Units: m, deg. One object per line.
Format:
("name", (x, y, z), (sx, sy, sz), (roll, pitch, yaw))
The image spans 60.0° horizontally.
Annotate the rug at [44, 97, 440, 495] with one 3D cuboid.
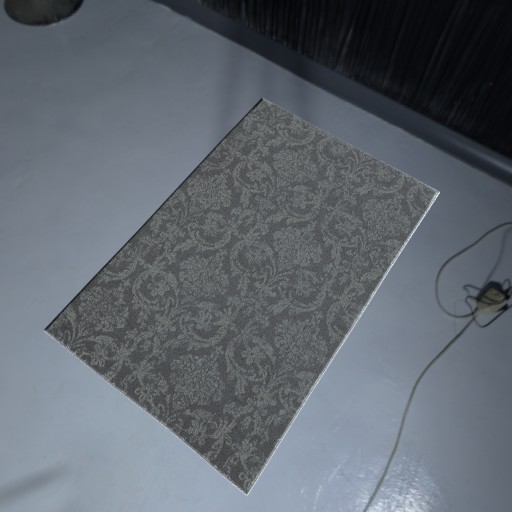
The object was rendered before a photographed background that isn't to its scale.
("rug", (0.000, 0.000, 3.452), (1.819, 0.018, 2.746), (33, 69, 14))
